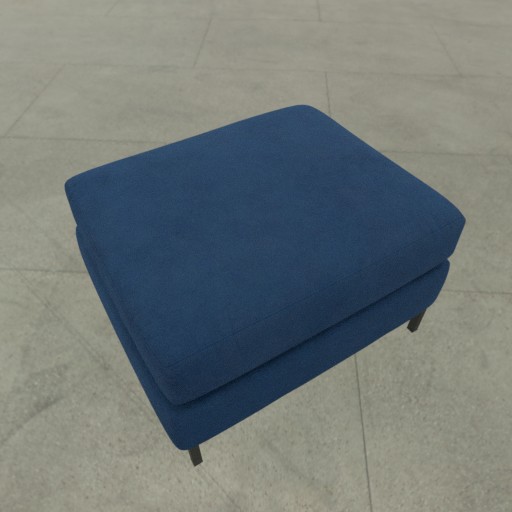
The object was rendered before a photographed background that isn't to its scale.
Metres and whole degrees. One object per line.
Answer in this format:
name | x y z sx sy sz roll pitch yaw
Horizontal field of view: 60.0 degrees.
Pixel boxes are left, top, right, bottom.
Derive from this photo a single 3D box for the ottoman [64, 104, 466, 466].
ottoman | 0.000 0.000 1.176 0.794 0.485 0.655 -24 51 -21
